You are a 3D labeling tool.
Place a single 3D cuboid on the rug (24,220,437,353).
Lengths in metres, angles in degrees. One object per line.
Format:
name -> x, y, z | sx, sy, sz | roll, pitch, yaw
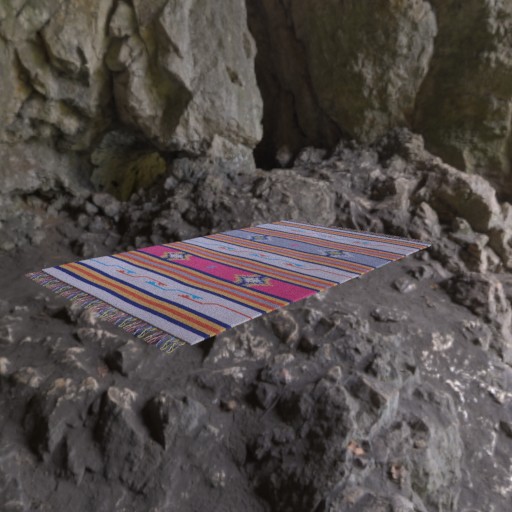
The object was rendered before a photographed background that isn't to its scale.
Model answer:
rug -> 0.000, 0.000, 2.223 | 1.084, 0.013, 1.849 | 14, 20, 42
